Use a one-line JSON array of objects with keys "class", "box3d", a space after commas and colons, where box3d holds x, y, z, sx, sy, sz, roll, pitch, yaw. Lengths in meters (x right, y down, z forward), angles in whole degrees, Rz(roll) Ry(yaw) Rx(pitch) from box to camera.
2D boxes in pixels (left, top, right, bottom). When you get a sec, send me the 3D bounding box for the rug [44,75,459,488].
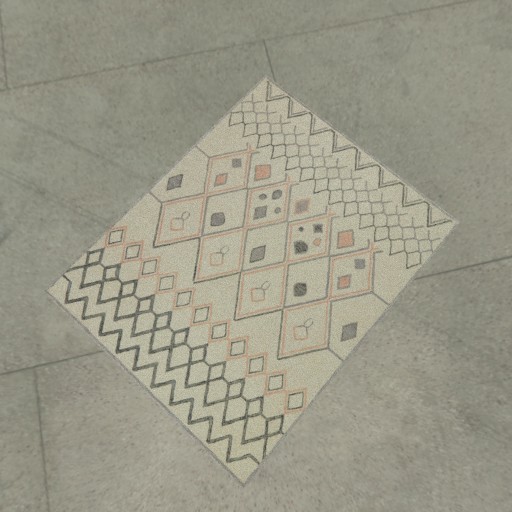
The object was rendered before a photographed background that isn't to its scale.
[{"class": "rug", "box3d": [0.000, 0.000, 4.097, 2.441, 0.016, 3.050, 41, 79, 10]}]
